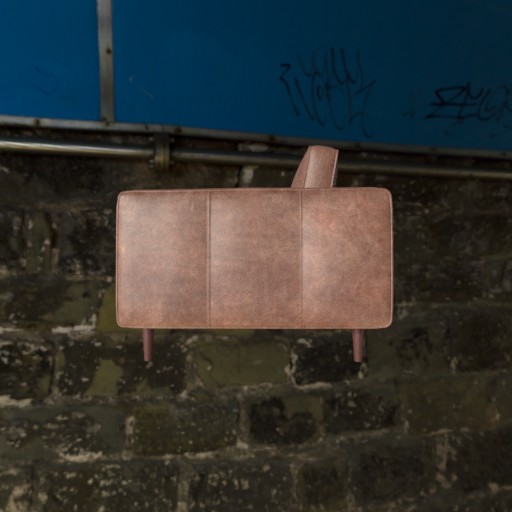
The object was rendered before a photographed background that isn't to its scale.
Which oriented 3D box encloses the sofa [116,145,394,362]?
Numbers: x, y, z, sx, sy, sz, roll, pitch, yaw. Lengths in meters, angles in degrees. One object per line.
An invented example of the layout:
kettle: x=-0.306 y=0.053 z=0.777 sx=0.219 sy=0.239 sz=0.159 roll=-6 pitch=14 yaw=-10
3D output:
sofa: x=0.000 y=0.000 z=2.321 sx=0.910 sy=0.760 sz=1.870 roll=0 pitch=-1 yaw=1
